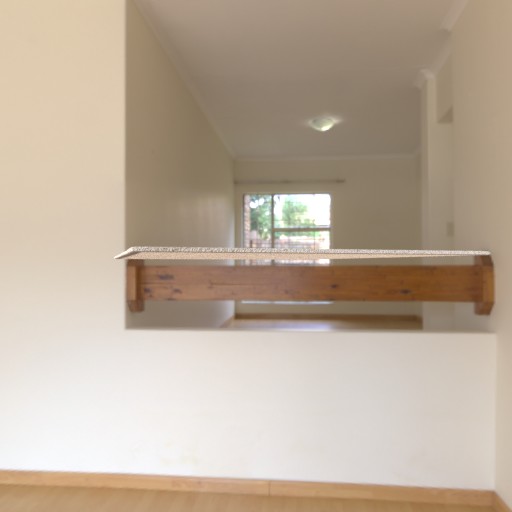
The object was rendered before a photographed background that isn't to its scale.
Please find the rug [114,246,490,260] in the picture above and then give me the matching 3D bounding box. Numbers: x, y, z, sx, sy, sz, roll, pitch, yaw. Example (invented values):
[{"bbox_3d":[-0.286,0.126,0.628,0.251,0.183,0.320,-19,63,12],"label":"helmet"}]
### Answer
[{"bbox_3d":[0.000,0.000,4.132,2.438,0.029,3.047,0,-1,-19],"label":"rug"}]
